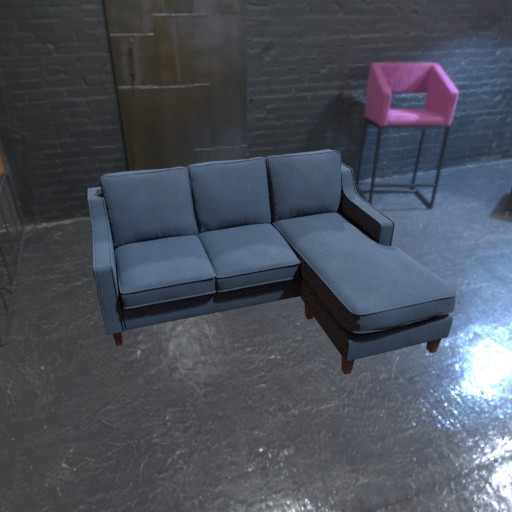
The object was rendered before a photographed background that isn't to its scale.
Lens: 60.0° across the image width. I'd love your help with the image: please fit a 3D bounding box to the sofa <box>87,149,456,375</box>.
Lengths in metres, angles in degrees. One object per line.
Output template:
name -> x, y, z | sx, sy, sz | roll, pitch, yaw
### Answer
sofa -> 0.000, 0.000, 3.368 | 2.317, 1.066, 1.858 | -9, 31, -15
